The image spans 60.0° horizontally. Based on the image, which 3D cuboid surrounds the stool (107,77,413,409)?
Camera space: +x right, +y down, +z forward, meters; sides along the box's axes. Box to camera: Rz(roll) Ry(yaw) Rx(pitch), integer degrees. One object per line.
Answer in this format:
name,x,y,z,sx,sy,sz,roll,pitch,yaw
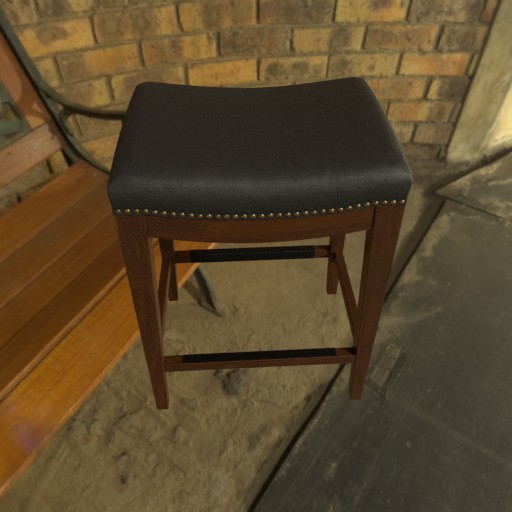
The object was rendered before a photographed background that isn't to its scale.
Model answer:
stool,0.000,0.000,0.951,0.490,0.664,0.353,-2,46,-2
